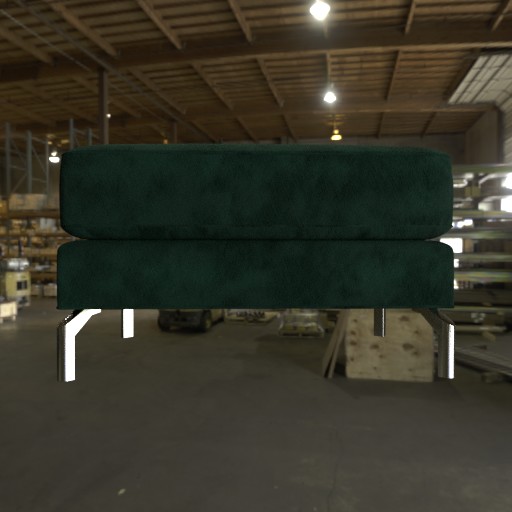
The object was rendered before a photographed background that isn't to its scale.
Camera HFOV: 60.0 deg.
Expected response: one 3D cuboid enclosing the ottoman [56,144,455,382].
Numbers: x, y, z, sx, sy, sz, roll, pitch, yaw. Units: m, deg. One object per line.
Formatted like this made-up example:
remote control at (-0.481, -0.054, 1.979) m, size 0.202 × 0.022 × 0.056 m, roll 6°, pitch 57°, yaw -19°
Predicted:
ottoman at (0.000, 0.000, 1.215) m, size 0.886 × 0.533 × 0.536 m, roll 0°, pitch 1°, yaw -1°
